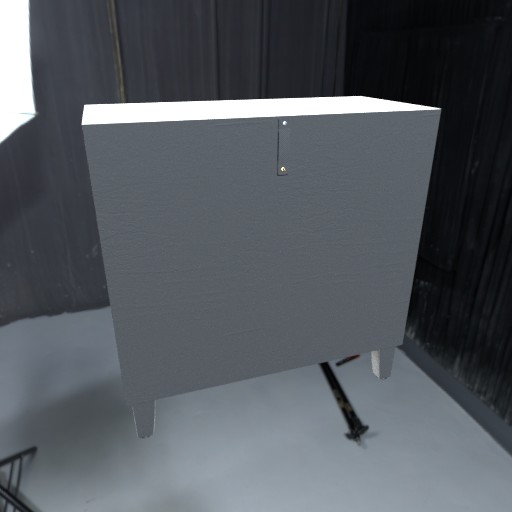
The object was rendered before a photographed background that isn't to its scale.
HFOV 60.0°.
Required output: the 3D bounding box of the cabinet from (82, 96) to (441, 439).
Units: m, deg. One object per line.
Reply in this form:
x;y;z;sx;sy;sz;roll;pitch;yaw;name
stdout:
0.000;0.000;1.227;0.781;0.787;0.370;-8;26;-17;cabinet
